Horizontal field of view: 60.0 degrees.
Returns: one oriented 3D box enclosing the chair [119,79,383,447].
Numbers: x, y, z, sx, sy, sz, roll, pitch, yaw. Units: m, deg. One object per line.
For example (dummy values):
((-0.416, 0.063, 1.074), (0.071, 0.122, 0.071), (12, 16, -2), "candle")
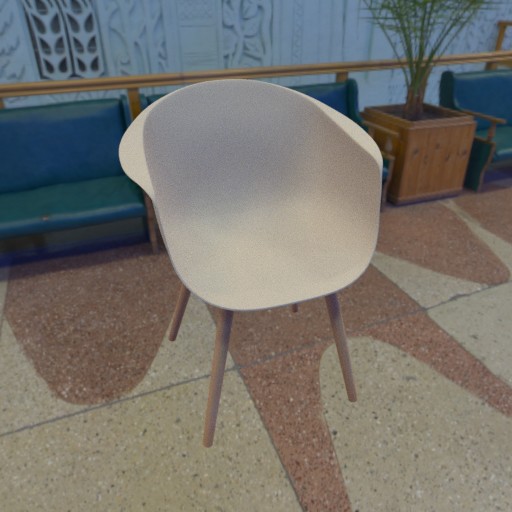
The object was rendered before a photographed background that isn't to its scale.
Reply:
((0.000, 0.000, 1.149), (0.593, 0.781, 0.504), (-11, 33, -17), "chair")
